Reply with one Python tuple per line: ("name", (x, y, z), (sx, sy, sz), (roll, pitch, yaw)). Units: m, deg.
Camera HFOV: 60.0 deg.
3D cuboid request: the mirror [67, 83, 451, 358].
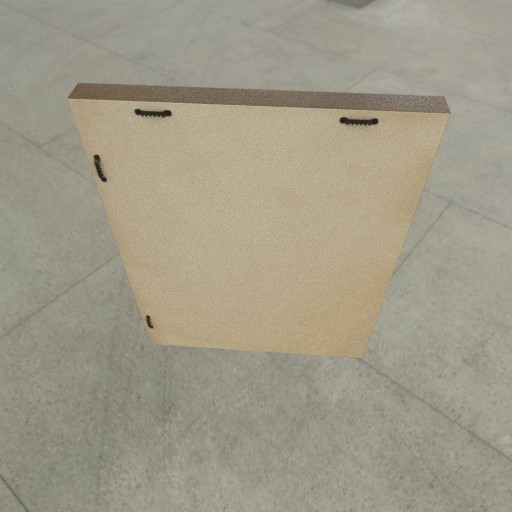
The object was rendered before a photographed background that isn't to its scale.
("mirror", (0.000, 0.000, 0.666), (0.406, 0.509, 0.041), (3, 48, 3))
